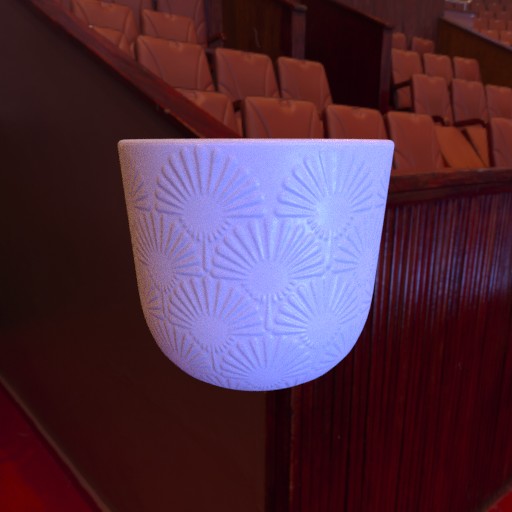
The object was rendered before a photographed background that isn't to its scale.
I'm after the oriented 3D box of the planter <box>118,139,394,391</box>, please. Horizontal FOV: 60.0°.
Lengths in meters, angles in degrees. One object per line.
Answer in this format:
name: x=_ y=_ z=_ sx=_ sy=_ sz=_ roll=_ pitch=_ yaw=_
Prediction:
planter: x=0.000 y=0.000 z=0.302 sx=0.170 sy=0.152 sz=0.170 roll=0 pitch=14 yaw=0
